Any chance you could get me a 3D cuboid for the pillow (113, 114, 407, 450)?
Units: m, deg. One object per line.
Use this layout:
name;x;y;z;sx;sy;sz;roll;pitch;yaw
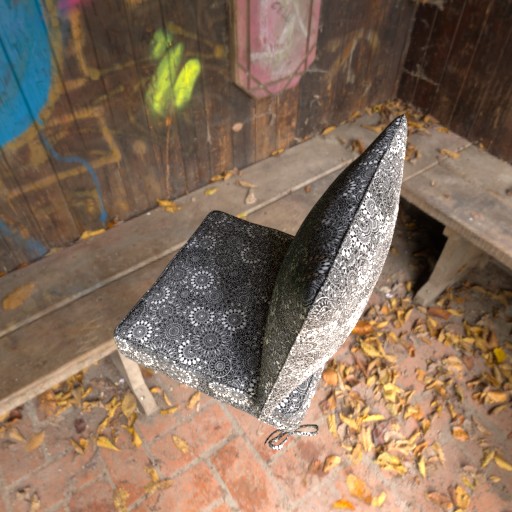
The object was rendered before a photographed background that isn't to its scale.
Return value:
pillow;0.000;0.000;1.366;0.740;0.722;0.798;19;50;17
